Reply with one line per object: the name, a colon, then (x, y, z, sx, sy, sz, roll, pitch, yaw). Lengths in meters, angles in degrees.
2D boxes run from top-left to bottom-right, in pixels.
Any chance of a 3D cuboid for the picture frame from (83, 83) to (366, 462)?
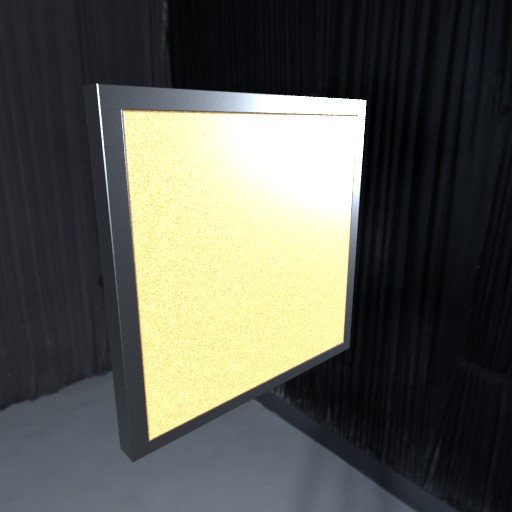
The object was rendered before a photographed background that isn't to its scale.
picture frame: (0.000, 0.000, 0.515, 0.355, 0.353, 0.029, -14, 22, -40)
